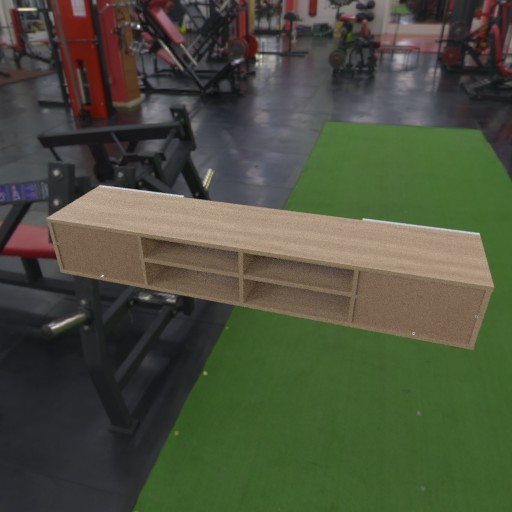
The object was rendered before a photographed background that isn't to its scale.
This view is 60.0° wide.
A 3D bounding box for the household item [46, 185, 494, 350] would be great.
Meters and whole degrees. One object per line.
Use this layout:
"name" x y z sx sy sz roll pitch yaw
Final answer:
"household item" 0.000 0.000 2.015 1.850 0.310 0.420 9 32 15
